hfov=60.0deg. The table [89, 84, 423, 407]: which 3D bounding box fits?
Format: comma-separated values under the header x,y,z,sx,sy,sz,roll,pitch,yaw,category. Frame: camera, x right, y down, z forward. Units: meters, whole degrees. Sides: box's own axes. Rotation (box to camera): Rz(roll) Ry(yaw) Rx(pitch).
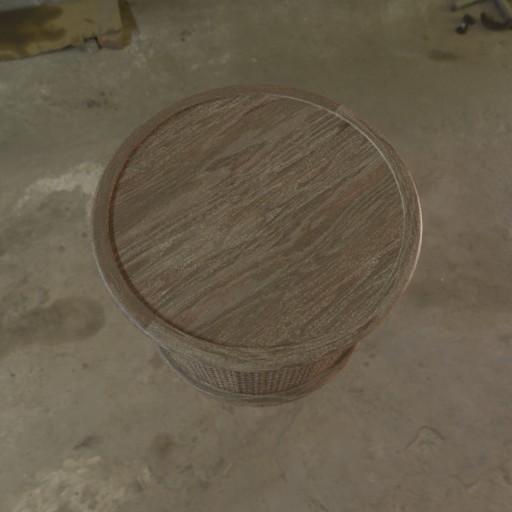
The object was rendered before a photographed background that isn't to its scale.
x,y,z,sx,sy,sz,roll,pitch,yaw,category
0.000,0.000,1.012,0.607,0.450,0.607,0,64,0,table
